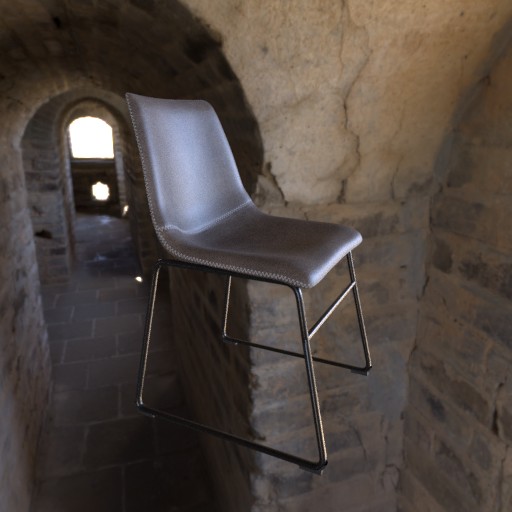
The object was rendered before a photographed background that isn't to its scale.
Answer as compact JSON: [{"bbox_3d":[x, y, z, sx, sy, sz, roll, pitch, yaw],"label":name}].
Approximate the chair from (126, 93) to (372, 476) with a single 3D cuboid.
[{"bbox_3d":[0.000,0.000,1.130,0.550,0.780,0.460,8,18,25],"label":"chair"}]
